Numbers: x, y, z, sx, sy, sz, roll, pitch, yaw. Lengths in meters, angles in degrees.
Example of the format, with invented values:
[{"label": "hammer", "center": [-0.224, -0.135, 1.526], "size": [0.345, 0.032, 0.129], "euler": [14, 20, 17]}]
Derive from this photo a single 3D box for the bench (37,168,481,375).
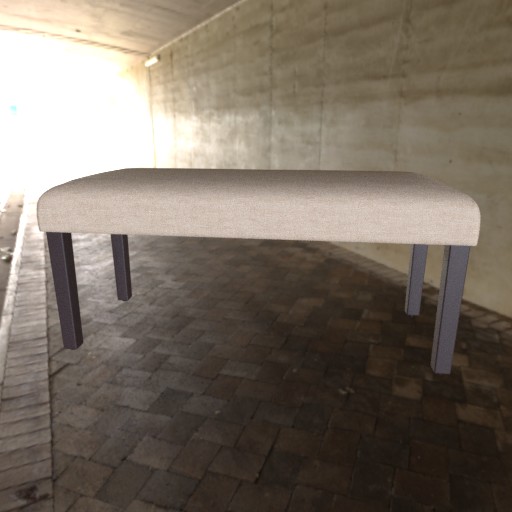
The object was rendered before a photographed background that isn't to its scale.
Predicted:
[{"label": "bench", "center": [0.000, 0.000, 1.232], "size": [1.013, 0.456, 0.407], "euler": [2, 17, 7]}]
